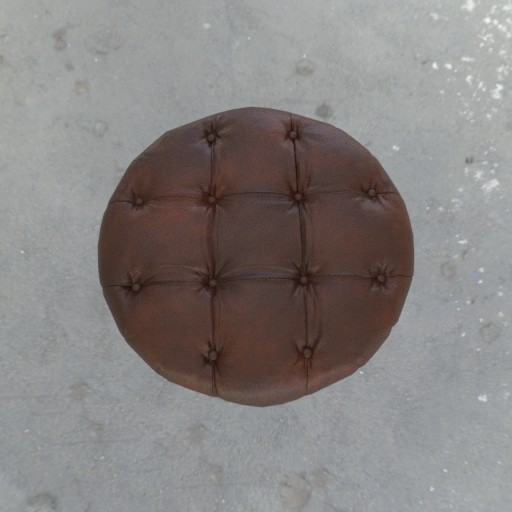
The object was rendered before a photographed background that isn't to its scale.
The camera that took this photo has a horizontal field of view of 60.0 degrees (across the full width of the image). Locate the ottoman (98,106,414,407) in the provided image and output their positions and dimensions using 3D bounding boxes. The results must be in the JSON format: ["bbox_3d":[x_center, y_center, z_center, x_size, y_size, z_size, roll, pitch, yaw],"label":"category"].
[{"bbox_3d":[0.000,0.000,1.397,0.901,0.455,0.901,0,75,0],"label":"ottoman"}]
